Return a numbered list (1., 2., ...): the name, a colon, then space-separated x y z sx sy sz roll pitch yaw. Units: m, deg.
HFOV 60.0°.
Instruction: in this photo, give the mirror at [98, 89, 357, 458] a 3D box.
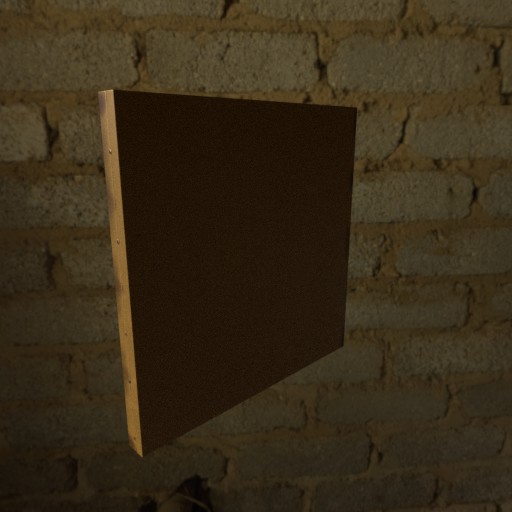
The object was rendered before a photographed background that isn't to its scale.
1. mirror: 0.000 0.000 0.768 0.509 0.507 0.042 -15 21 -42
